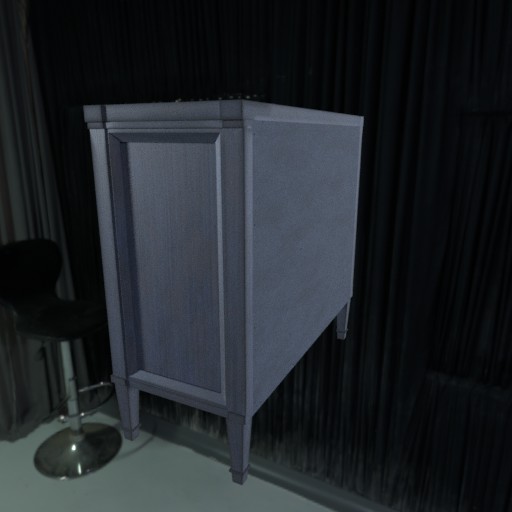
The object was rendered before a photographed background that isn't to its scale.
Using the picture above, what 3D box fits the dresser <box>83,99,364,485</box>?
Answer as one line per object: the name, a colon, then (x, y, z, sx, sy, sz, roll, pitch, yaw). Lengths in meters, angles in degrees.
dresser: (0.000, 0.000, 1.599, 0.463, 0.986, 1.049, 8, 17, 26)
